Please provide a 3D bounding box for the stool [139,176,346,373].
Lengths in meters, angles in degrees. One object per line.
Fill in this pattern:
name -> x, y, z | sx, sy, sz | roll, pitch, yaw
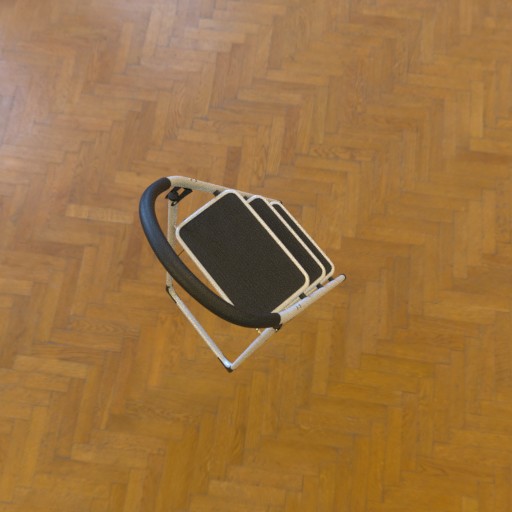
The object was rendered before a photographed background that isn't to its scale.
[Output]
stool -> 0.000, 0.000, 1.475 | 0.676, 1.109, 0.485 | -38, 80, -8
